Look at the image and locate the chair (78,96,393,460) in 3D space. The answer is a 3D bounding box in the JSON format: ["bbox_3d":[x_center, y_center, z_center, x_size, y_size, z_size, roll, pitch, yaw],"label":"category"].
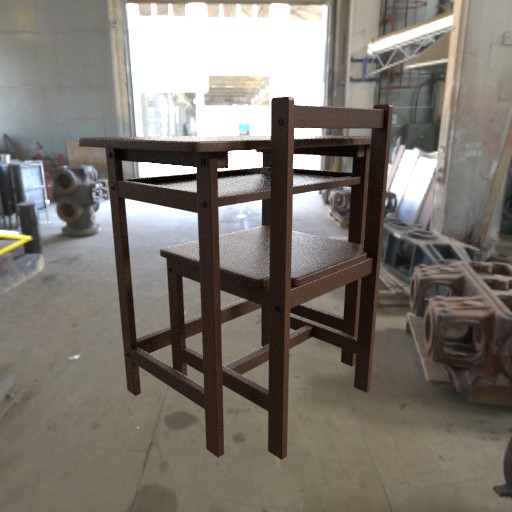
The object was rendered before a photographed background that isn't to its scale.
[{"bbox_3d":[0.000,0.000,1.044,0.463,0.673,0.599,15,22,42],"label":"chair"}]
